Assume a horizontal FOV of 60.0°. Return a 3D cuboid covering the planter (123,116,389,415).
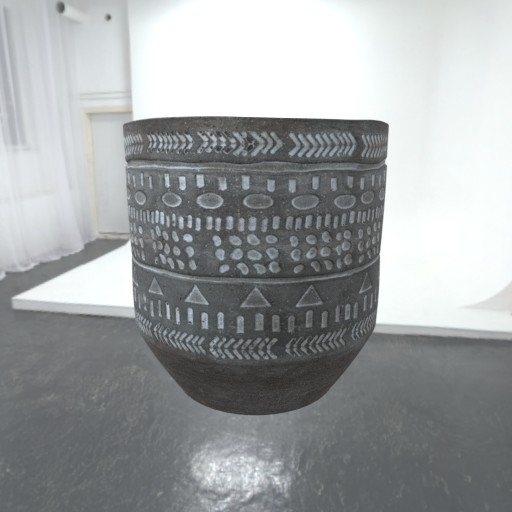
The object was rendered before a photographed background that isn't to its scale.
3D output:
[{"bbox_3d":[0.000,0.000,0.261,0.142,0.149,0.142,0,14,0],"label":"planter"}]
